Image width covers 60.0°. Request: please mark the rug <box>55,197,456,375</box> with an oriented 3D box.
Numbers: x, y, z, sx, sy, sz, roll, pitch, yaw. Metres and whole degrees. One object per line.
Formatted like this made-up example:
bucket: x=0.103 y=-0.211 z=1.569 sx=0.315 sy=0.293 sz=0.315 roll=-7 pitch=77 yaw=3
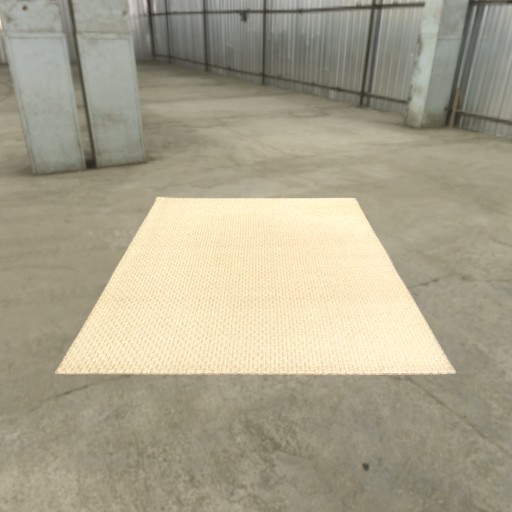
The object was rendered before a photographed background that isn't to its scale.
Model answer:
rug: x=0.000 y=0.000 z=3.786 sx=2.277 sy=0.035 sz=2.897 roll=0 pitch=27 yaw=0
